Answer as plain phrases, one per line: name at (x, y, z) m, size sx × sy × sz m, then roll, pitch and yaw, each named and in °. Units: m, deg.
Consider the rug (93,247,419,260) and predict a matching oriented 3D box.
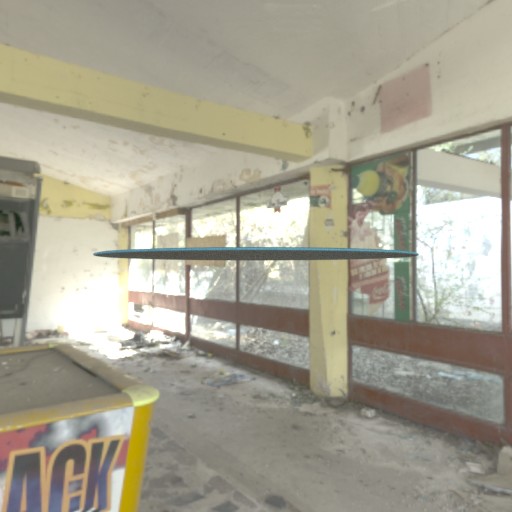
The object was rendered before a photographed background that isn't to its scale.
rug at (0.000, 0.000, 2.308) m, size 1.593 × 0.012 × 1.593 m, roll 0°, pitch -2°, yaw 0°
